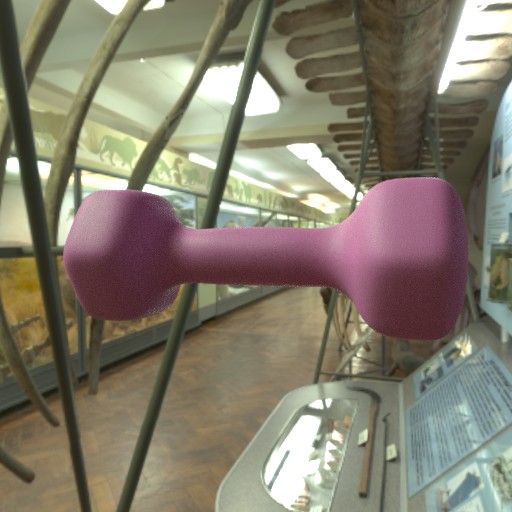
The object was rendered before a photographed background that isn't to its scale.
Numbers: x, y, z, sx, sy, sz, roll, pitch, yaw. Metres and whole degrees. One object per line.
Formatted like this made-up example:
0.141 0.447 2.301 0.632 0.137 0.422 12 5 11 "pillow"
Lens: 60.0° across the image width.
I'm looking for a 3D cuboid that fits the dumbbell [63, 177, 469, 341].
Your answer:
0.000 0.000 0.184 0.159 0.058 0.064 1 2 18 "dumbbell"
